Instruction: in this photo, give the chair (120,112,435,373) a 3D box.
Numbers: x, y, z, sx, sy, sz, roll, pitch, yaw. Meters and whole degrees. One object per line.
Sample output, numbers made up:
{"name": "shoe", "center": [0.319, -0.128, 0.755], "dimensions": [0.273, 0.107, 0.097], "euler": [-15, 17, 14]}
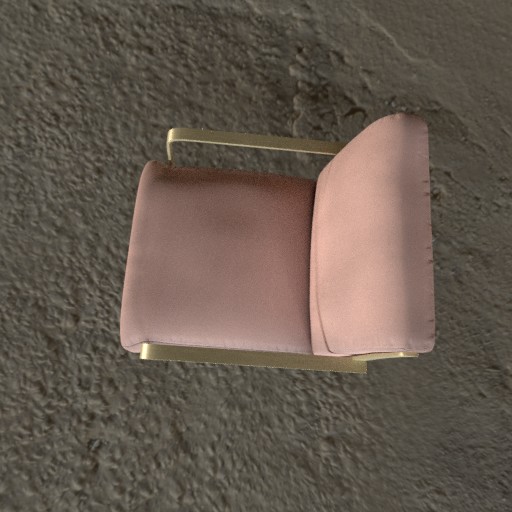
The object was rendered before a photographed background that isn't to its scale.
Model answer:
{"name": "chair", "center": [0.000, 0.000, 1.453], "dimensions": [0.848, 0.823, 0.701], "euler": [4, 76, 1]}
